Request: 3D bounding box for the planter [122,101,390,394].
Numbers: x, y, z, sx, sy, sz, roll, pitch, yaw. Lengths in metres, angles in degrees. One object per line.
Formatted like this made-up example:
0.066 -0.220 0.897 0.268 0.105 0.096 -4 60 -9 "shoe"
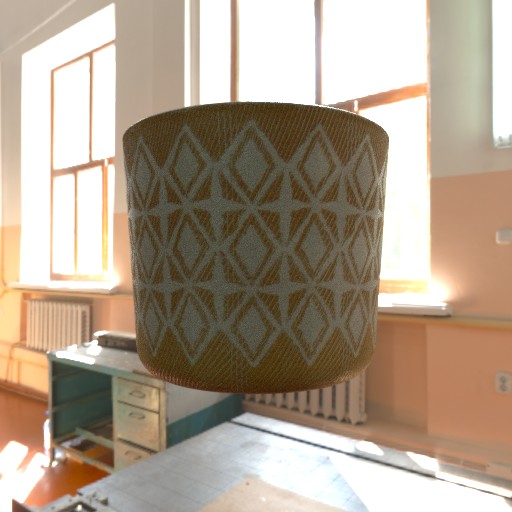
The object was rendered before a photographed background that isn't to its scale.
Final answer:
0.000 0.000 0.333 0.193 0.165 0.193 0 -1 0 "planter"
